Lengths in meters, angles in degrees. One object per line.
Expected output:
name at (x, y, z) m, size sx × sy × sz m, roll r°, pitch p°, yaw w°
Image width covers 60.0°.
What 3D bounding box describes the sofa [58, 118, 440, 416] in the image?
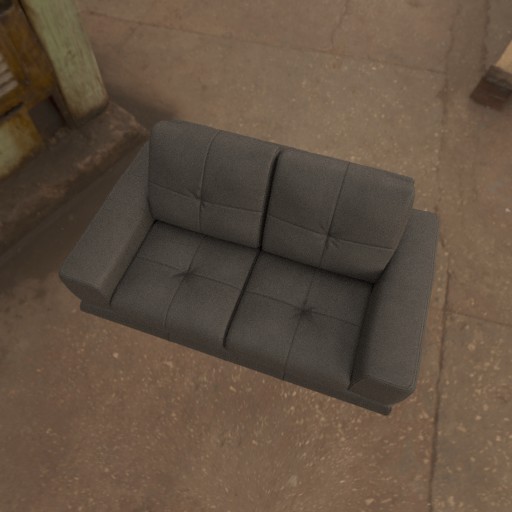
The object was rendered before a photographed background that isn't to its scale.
sofa at (0.000, 0.000, 2.356) m, size 1.806 × 0.907 × 1.018 m, roll 17°, pitch 60°, yaw 10°
